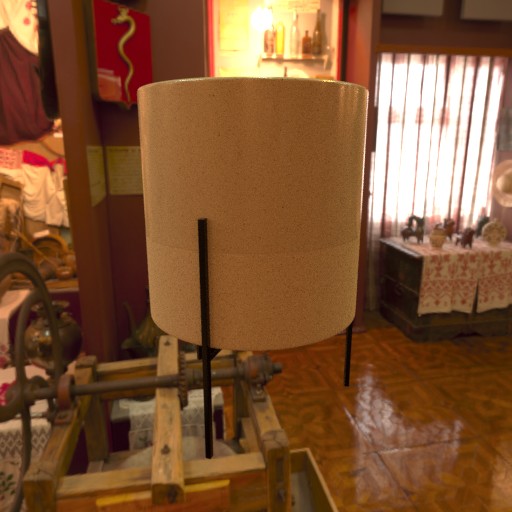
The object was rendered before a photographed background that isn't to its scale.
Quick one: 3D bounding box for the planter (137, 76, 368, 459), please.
[{"bbox_3d":[0.000,0.000,0.679,0.323,0.475,0.314,-2,15,-9],"label":"planter"}]
